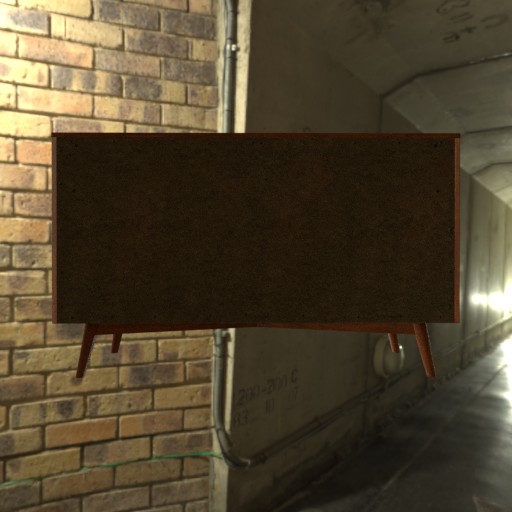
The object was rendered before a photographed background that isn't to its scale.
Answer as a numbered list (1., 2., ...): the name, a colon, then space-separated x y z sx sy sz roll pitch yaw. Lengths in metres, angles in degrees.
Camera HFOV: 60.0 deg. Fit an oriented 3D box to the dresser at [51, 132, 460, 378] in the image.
1. dresser: 0.000 0.000 1.847 1.472 0.889 0.500 0 0 0
